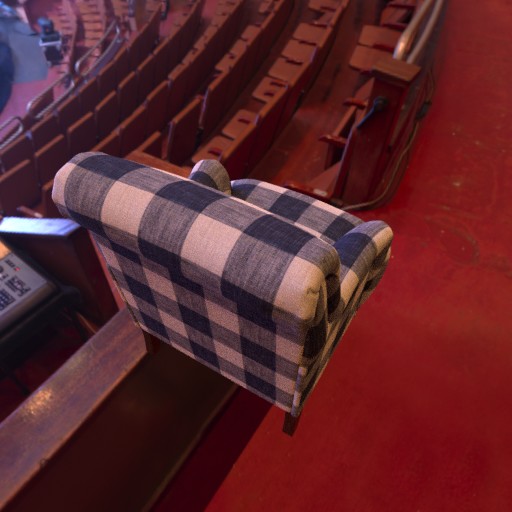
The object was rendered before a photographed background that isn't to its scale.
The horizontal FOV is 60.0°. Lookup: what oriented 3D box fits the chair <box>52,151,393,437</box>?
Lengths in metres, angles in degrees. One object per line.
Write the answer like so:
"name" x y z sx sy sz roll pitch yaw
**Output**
"chair" 0.000 0.000 1.542 0.781 0.953 0.848 24 51 21
